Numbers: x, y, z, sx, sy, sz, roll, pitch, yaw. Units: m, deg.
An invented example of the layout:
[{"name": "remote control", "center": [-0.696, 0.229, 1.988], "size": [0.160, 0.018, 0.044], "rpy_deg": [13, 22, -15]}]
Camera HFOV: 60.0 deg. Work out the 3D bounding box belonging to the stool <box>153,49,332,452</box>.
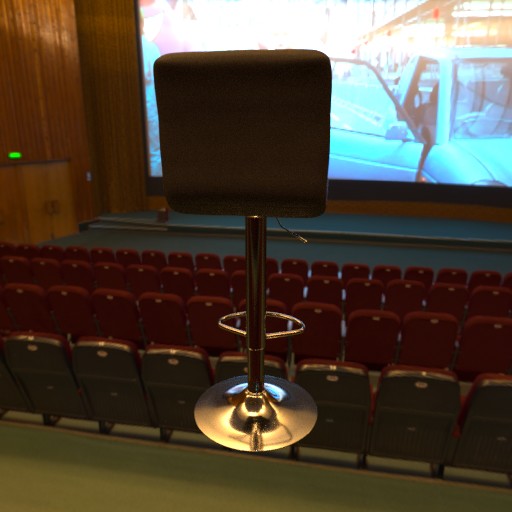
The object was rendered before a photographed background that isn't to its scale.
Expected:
[{"name": "stool", "center": [0.000, 0.000, 1.385], "size": [0.430, 1.115, 0.505], "rpy_deg": [3, 17, 9]}]
